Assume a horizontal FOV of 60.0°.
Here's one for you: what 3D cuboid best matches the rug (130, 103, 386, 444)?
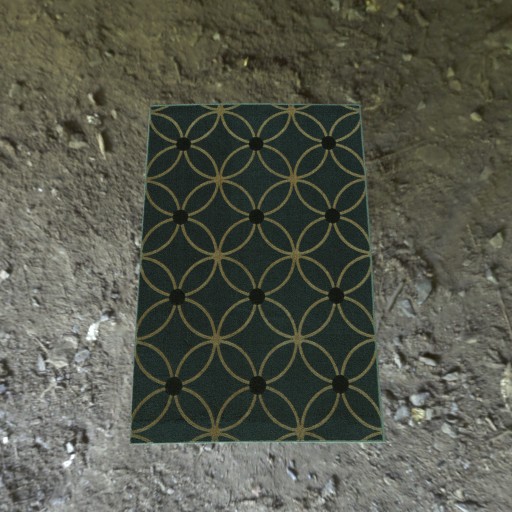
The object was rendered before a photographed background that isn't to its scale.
[{"bbox_3d":[0.000,0.000,2.903,1.522,0.008,2.284,0,75,0],"label":"rug"}]
